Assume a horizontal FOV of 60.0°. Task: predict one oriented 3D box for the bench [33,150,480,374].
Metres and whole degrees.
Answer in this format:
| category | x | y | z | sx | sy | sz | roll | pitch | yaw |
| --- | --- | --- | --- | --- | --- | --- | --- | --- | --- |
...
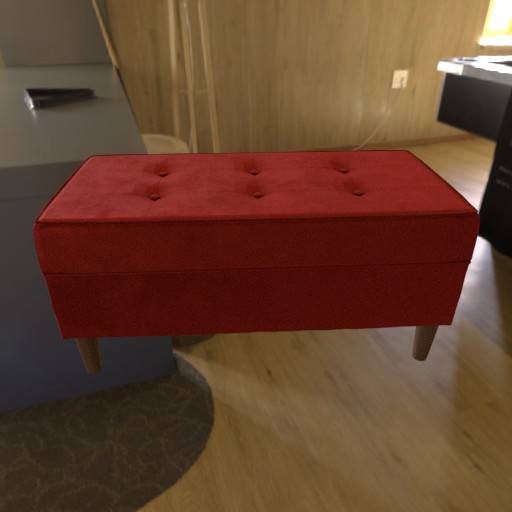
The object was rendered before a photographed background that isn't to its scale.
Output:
| category | x | y | z | sx | sy | sz | roll | pitch | yaw |
| --- | --- | --- | --- | --- | --- | --- | --- | --- | --- |
| bench | 0.000 | 0.000 | 1.285 | 1.016 | 0.471 | 0.492 | -2 | 31 | -3 |
